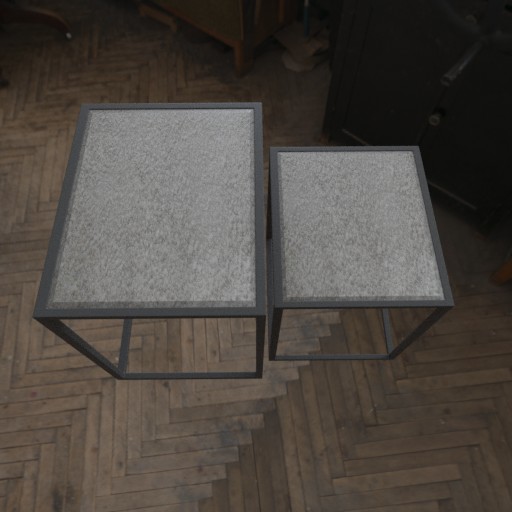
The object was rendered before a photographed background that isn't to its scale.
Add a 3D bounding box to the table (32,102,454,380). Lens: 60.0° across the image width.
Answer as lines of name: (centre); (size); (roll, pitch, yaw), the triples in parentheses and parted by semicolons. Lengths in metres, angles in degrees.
table: (0.000, 0.000, 1.133); (0.788, 0.540, 0.508); (0, 63, 0)
